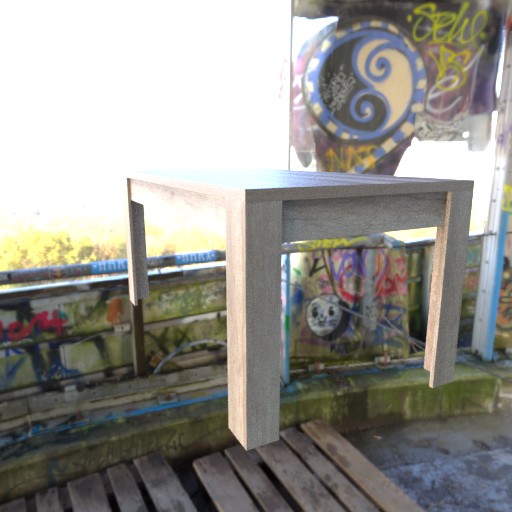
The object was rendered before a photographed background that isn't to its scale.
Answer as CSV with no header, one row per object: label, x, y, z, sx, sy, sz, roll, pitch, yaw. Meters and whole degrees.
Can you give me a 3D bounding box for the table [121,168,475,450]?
table,0.000,0.000,2.131,0.900,0.775,1.600,-7,14,-27
